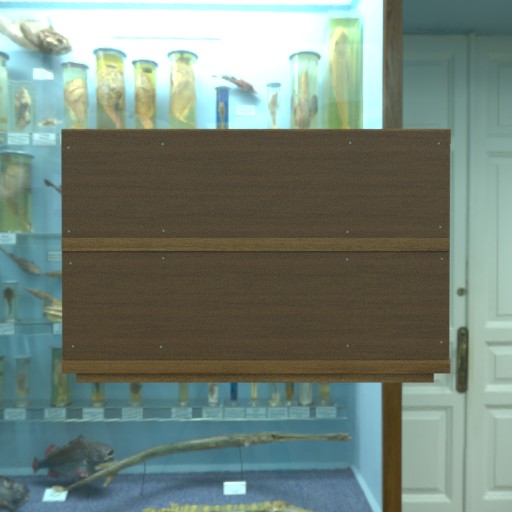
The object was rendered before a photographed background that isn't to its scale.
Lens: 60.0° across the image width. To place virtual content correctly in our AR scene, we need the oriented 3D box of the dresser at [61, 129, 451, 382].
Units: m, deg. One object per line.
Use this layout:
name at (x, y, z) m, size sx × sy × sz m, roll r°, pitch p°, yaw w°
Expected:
dresser at (0.000, 0.000, 1.663) m, size 1.261 × 0.825 × 0.479 m, roll 0°, pitch 1°, yaw 0°
